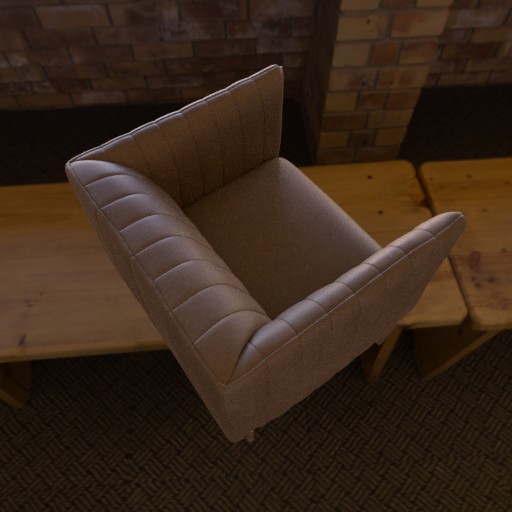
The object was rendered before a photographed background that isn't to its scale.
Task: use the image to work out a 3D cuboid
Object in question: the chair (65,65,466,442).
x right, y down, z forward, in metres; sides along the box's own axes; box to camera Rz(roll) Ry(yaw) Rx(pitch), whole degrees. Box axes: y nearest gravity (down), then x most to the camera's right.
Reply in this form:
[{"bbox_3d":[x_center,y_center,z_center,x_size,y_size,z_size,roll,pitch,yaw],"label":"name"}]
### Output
[{"bbox_3d":[0.000,0.000,1.643,0.876,0.779,0.981,-32,63,-18],"label":"chair"}]
